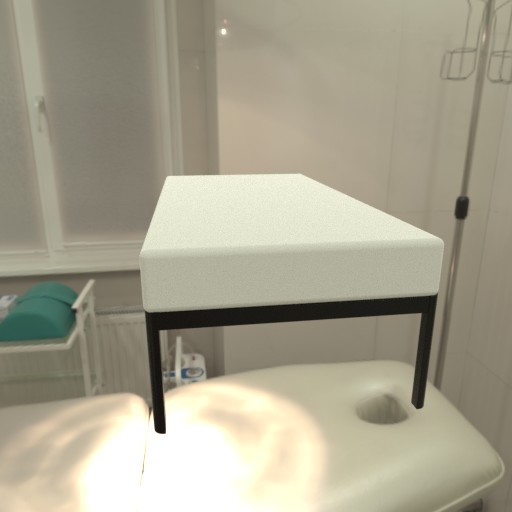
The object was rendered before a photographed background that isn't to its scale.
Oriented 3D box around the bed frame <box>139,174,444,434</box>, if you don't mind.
[{"bbox_3d":[0.000,0.000,2.416,1.023,0.659,1.950,-3,17,-8],"label":"bed frame"}]
